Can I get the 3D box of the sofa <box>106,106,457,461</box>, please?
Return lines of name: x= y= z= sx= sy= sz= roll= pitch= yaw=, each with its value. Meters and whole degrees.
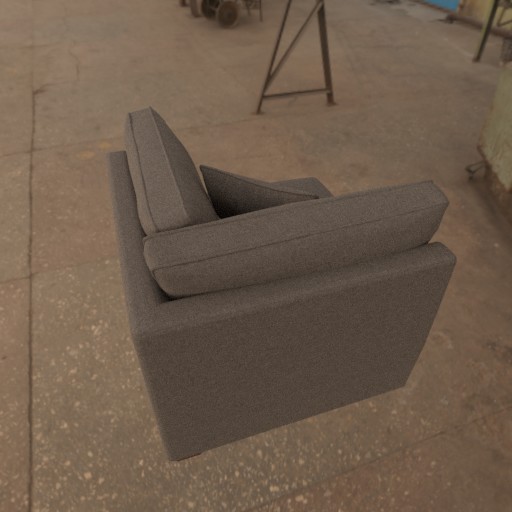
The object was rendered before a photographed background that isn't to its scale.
sofa: x=0.000 y=0.000 z=1.937 sx=1.084 sy=1.002 sz=1.146 roll=-12 pitch=42 yaw=-14
